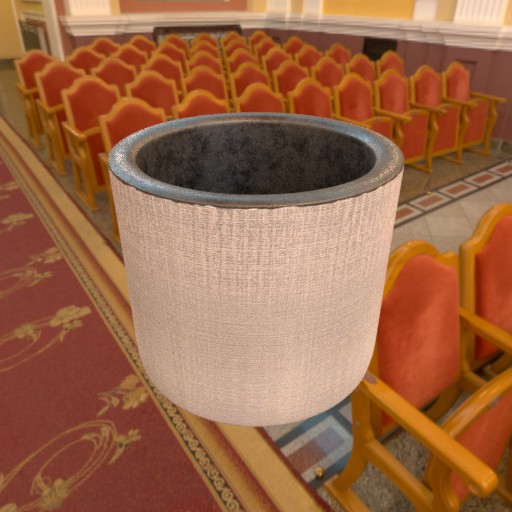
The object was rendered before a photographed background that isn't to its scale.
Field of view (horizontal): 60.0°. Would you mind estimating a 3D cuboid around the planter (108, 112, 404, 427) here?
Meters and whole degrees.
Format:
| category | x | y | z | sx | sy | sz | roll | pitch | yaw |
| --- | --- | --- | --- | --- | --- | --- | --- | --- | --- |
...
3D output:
| category | x | y | z | sx | sy | sz | roll | pitch | yaw |
| --- | --- | --- | --- | --- | --- | --- | --- | --- | --- |
| planter | 0.000 | 0.000 | 0.219 | 0.125 | 0.112 | 0.125 | 0 | 31 | 0 |
